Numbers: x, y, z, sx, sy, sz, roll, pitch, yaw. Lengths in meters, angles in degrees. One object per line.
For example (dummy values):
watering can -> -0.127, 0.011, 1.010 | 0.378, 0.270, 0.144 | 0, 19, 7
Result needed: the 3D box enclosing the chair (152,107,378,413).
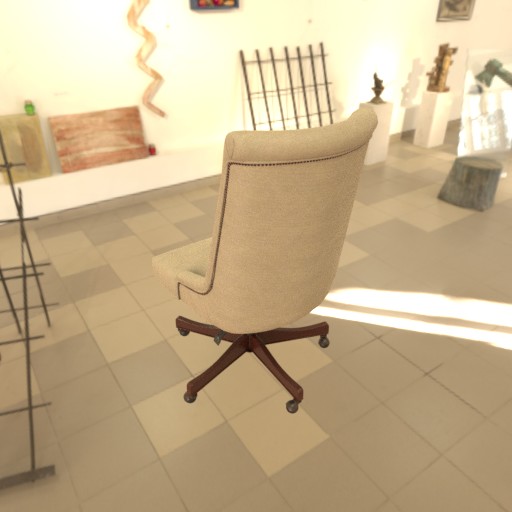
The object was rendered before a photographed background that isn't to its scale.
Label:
chair -> 0.000, 0.000, 1.508 | 0.645, 1.010, 0.696 | -19, 36, -29
